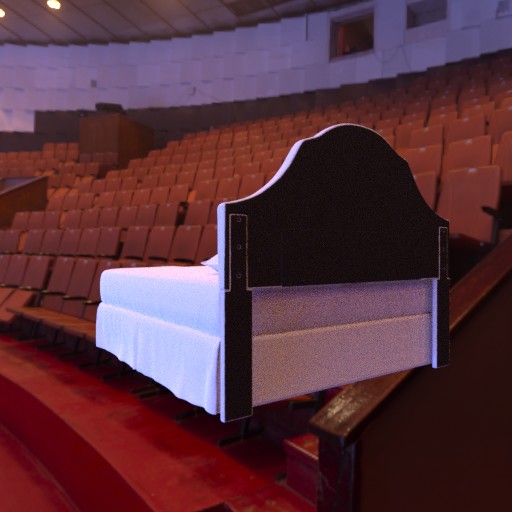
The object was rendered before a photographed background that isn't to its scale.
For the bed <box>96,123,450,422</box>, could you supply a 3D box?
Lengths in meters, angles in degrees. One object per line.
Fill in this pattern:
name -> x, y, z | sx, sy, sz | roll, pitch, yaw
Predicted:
bed -> 0.000, 0.000, 3.618 | 2.008, 1.615, 2.214 | 0, 0, -35
